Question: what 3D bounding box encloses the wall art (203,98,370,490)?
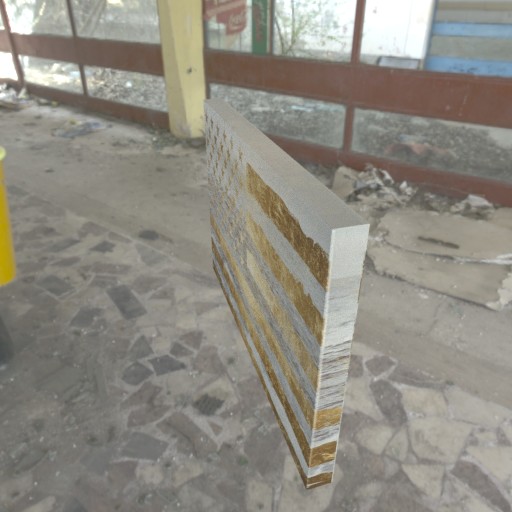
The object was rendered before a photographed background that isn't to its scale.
[{"bbox_3d":[0.000,0.000,0.766,0.041,0.407,0.606,-9,32,-15],"label":"wall art"}]
